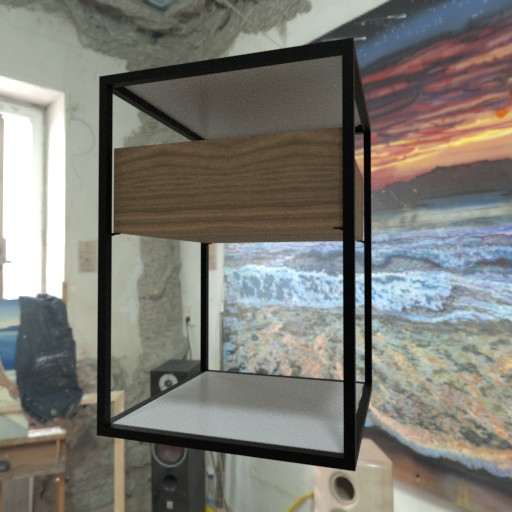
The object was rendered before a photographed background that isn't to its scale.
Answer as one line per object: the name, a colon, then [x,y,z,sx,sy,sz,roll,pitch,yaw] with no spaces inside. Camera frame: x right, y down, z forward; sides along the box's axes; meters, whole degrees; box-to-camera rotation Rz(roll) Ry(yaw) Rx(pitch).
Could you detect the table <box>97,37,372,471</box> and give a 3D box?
table: [0.000,0.000,0.788,0.378,0.540,0.378,0,-1,18]
